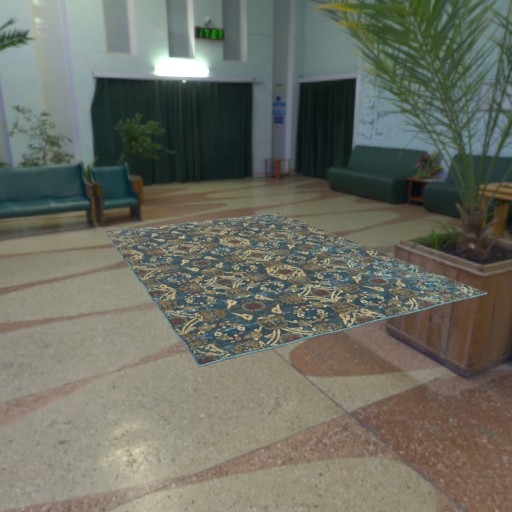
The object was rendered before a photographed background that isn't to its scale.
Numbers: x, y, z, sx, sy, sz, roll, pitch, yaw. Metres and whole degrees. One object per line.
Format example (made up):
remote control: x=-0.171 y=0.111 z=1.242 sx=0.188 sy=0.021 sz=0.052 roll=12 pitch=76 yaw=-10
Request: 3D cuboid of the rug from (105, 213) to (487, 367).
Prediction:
rug: x=0.000 y=0.000 z=2.890 sx=1.567 sy=0.014 sz=2.207 roll=-9 pitch=19 yaw=-25
